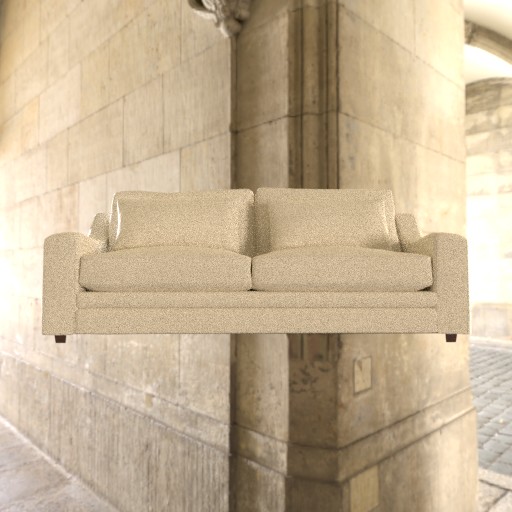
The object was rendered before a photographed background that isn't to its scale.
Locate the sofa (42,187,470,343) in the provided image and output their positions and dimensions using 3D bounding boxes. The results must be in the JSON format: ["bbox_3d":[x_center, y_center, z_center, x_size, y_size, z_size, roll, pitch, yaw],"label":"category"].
[{"bbox_3d":[0.000,0.000,3.021,2.470,1.022,1.009,0,-2,-1],"label":"sofa"}]
